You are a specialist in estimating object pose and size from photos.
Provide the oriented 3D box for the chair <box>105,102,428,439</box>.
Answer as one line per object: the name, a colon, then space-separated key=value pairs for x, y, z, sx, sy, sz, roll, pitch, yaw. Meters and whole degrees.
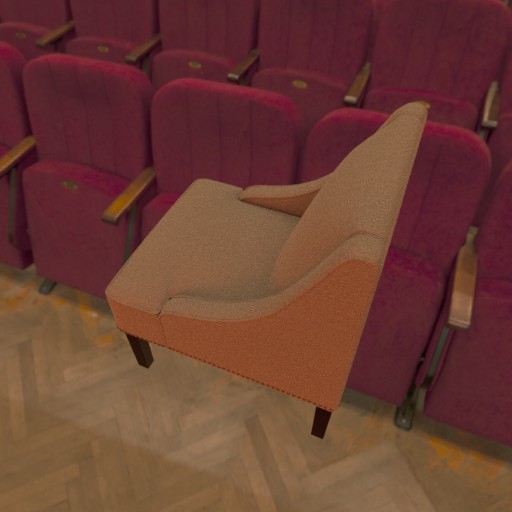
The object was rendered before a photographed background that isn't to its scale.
chair: x=0.000 y=0.000 z=1.391 sx=0.748 sy=0.872 sz=0.628 roll=17 pitch=49 yaw=15
